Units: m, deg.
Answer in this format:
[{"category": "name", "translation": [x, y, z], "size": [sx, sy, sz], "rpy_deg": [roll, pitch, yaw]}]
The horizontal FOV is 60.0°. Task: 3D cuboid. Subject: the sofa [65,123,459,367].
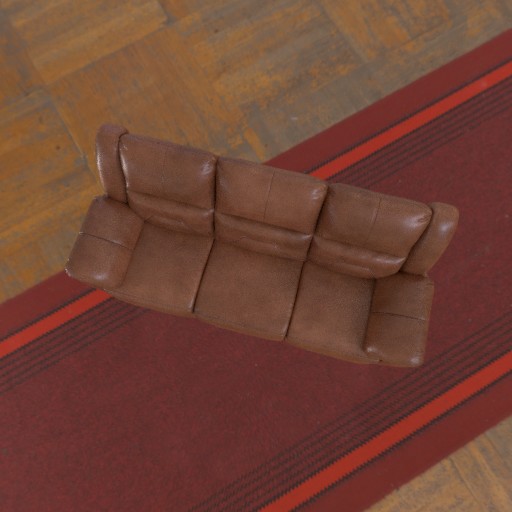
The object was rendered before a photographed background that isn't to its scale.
[{"category": "sofa", "translation": [0.000, 0.000, 2.959], "size": [2.337, 1.043, 0.991], "rpy_deg": [14, 77, 3]}]
